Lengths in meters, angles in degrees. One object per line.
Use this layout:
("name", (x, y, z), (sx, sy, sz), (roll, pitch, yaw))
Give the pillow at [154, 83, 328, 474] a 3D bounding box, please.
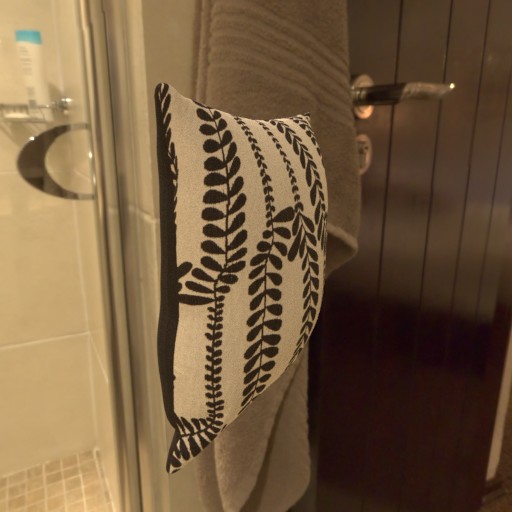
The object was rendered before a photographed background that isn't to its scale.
("pillow", (0.000, 0.000, 0.658), (0.182, 0.441, 0.440), (7, 16, 25))
